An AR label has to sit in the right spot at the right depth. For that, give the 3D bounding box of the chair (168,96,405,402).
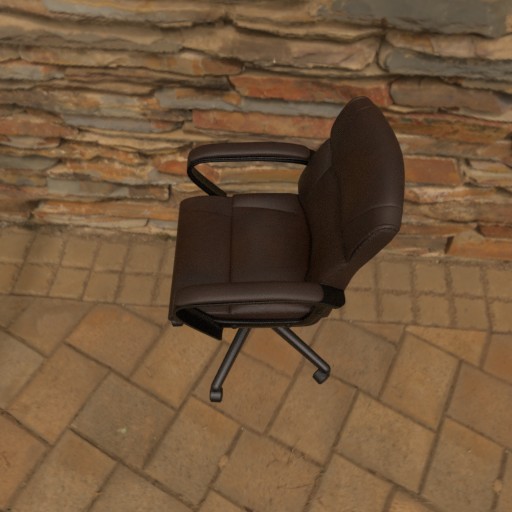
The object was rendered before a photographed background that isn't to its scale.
[{"bbox_3d":[0.000,0.000,1.494,0.717,1.004,0.739,0,58,0],"label":"chair"}]
